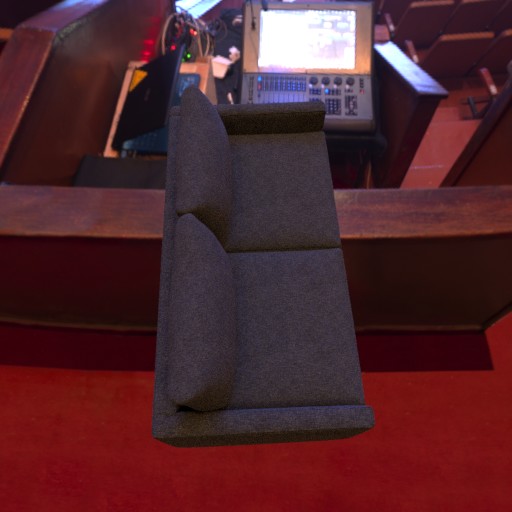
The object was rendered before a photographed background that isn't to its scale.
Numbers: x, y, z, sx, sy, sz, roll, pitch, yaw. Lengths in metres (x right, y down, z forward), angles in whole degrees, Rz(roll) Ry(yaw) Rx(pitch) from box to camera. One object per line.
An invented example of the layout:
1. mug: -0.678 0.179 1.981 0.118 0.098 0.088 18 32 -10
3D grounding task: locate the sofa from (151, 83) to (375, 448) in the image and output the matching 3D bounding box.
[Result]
1. sofa: 0.000 0.000 2.211 0.866 0.862 1.716 -2 63 -1
